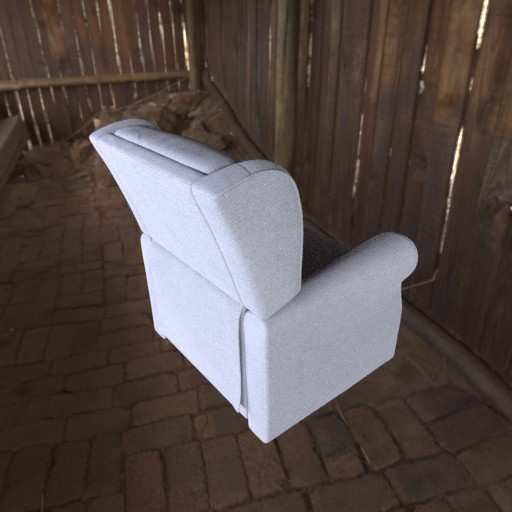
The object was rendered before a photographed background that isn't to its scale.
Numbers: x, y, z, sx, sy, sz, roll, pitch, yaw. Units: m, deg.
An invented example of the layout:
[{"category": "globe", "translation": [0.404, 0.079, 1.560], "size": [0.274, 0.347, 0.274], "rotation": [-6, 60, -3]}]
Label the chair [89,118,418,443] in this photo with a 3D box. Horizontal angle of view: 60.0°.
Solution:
[{"category": "chair", "translation": [0.000, 0.000, 1.671], "size": [0.854, 0.966, 0.906], "rotation": [-20, 33, -33]}]
